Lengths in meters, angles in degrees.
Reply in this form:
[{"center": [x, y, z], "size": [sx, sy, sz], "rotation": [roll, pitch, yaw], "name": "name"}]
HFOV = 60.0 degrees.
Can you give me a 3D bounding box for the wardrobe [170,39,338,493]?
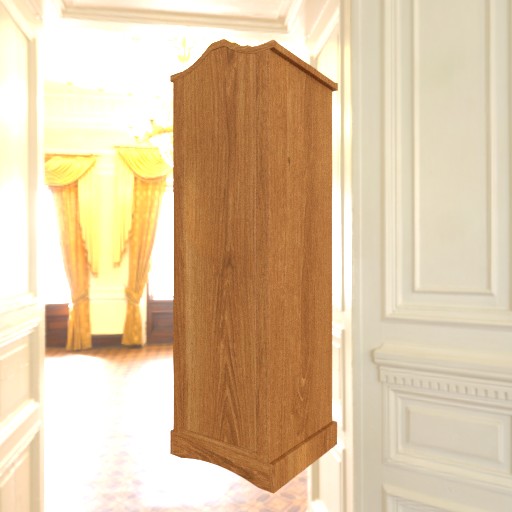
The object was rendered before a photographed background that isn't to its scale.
[{"center": [0.000, 0.000, 2.145], "size": [0.590, 1.870, 0.570], "rotation": [0, 0, 36], "name": "wardrobe"}]
